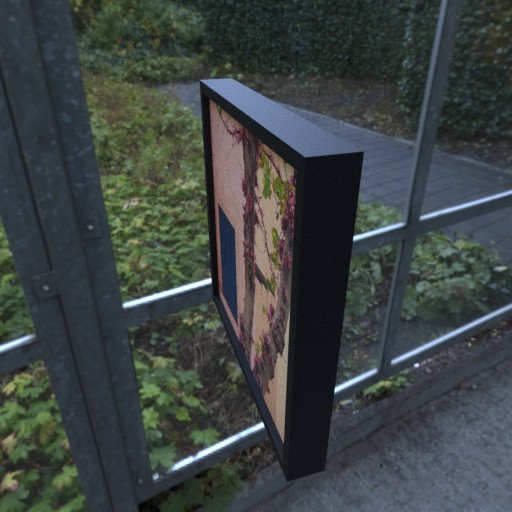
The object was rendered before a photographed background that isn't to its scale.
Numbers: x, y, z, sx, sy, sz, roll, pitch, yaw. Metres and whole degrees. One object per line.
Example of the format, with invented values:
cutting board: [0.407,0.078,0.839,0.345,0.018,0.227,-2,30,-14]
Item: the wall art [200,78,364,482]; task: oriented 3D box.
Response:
wall art: [0.000,0.000,0.461,0.038,0.304,0.305,-9,31,-15]
